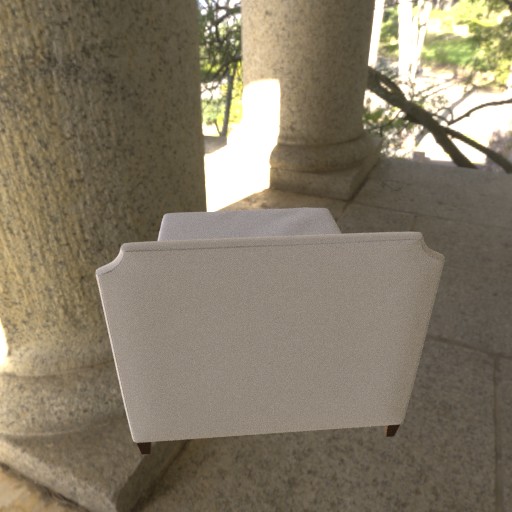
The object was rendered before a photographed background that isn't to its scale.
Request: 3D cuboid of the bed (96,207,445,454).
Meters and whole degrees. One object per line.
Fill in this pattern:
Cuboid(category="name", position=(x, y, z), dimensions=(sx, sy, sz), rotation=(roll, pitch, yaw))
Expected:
Cuboid(category="bed", position=(0.000, 0.000, 3.436), dimensions=(1.712, 1.497, 2.372), rotation=(-2, 30, -4))
